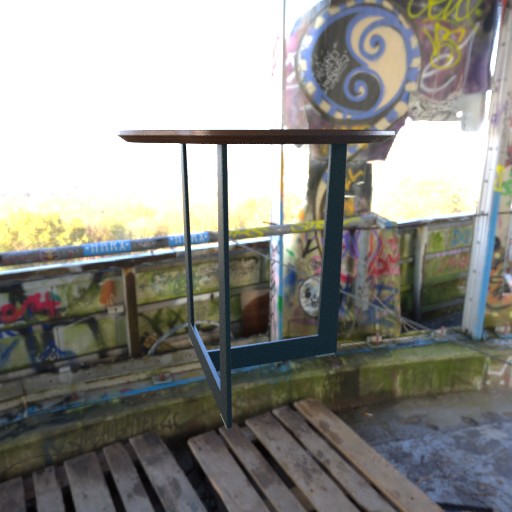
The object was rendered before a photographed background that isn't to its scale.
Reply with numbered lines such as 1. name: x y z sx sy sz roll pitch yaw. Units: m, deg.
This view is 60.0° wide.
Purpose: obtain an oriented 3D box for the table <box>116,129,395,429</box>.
1. table: 0.000 0.000 0.876 0.494 0.476 0.477 -8 17 -27
